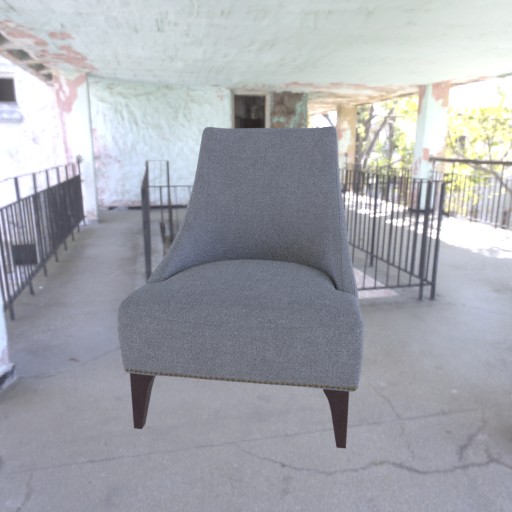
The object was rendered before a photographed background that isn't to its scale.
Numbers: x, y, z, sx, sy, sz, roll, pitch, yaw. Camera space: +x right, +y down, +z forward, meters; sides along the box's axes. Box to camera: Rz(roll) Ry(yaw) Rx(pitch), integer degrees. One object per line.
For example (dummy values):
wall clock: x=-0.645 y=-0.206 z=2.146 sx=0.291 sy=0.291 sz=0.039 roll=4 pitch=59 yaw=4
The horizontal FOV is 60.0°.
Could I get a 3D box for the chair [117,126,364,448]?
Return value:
chair: x=0.000 y=0.000 z=1.568 sx=0.701 sy=0.909 sz=0.861 roll=2 pitch=14 yaw=8
